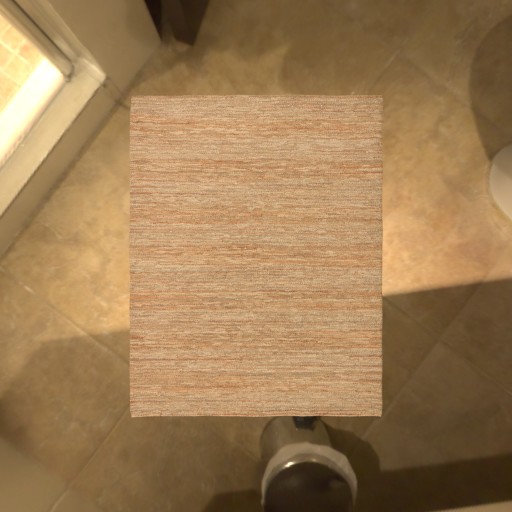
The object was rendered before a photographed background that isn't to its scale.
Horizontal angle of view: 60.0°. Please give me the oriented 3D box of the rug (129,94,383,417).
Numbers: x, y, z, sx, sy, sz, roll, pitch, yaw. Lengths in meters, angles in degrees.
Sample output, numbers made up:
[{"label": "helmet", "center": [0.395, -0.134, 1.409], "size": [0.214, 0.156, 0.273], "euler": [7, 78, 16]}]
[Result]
[{"label": "rug", "center": [0.000, 0.000, 4.033], "size": [2.313, 0.009, 2.939], "euler": [0, 90, 0]}]
